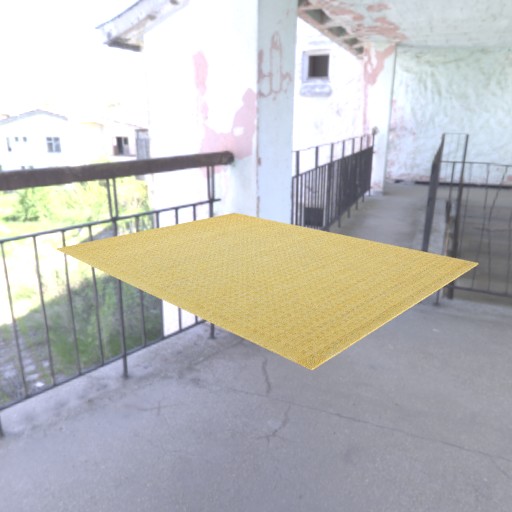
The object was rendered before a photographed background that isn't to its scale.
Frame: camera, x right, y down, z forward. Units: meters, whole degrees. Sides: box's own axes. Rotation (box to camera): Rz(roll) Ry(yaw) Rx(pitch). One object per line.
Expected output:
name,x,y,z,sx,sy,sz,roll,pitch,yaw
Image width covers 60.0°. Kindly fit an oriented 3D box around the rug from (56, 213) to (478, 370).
rug,0.000,0.000,4.274,3.242,0.015,2.486,16,23,42
